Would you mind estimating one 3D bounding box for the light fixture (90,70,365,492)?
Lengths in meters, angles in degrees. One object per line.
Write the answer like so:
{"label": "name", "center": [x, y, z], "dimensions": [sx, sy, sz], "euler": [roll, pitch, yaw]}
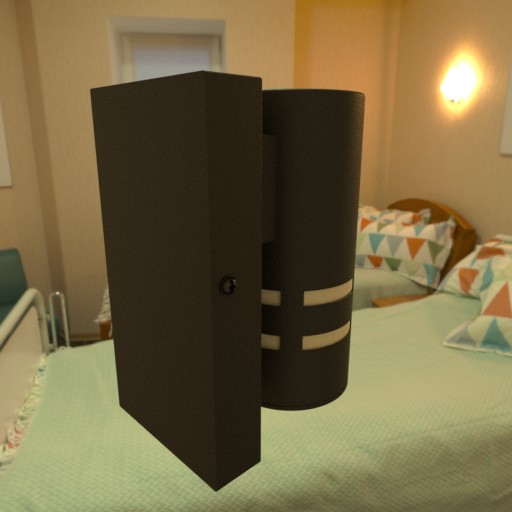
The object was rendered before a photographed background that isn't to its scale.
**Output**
{"label": "light fixture", "center": [0.000, 0.000, 0.256], "dimensions": [0.138, 0.179, 0.098], "euler": [-14, 21, -42]}
